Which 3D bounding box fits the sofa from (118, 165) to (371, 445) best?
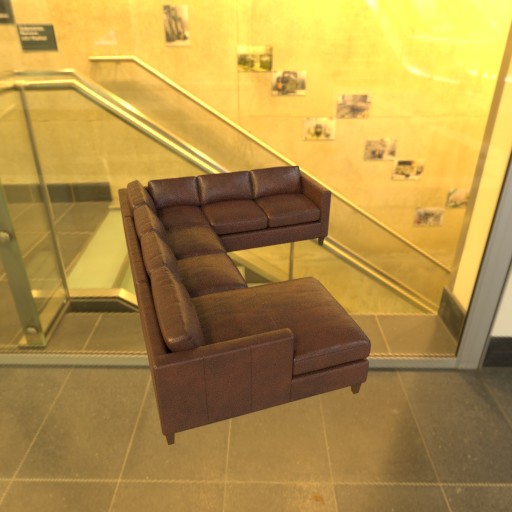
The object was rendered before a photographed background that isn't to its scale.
[{"bbox_3d":[0.000,0.000,4.535,2.452,0.891,3.324,-9,30,-17],"label":"sofa"}]
